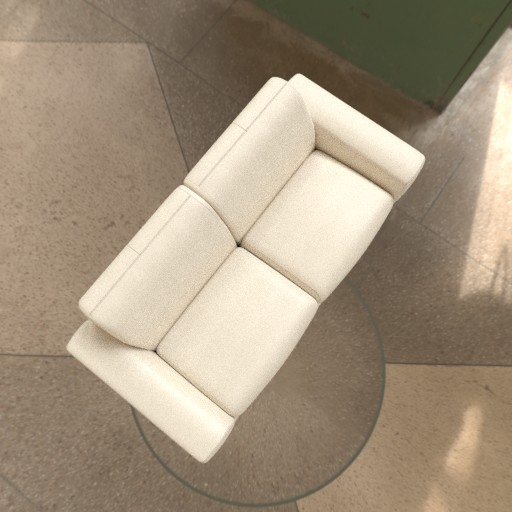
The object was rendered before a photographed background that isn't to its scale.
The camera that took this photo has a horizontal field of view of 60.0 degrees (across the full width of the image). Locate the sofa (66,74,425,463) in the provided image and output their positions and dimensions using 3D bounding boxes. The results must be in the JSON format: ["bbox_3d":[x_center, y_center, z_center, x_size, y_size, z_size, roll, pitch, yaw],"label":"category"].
[{"bbox_3d":[0.000,0.000,2.366,0.900,0.772,1.901,36,79,8],"label":"sofa"}]
